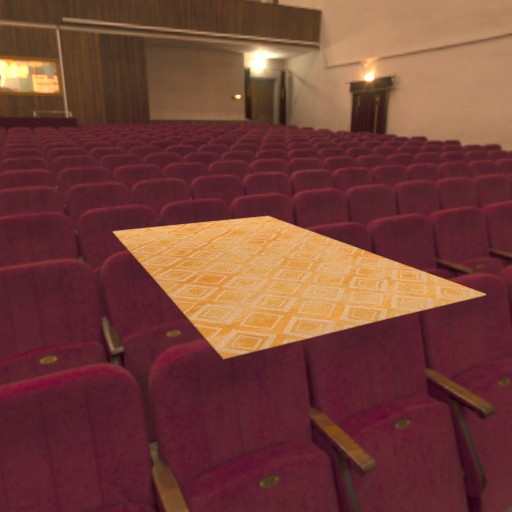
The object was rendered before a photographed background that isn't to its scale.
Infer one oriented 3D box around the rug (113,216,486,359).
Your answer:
[{"bbox_3d":[0.000,0.000,3.062,1.511,0.010,2.424,-8,18,-26],"label":"rug"}]
